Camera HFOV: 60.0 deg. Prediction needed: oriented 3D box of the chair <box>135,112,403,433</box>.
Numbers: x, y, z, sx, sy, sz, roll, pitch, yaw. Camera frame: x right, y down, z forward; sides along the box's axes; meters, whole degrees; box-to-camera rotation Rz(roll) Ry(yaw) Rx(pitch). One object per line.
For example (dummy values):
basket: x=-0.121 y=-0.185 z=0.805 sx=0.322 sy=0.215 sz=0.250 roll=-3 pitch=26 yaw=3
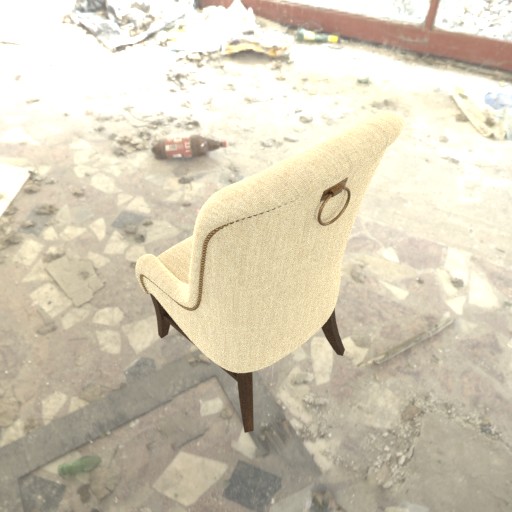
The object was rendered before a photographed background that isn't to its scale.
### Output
chair: x=0.000 y=0.000 z=1.474 sx=0.634 sy=1.091 sz=0.629 roll=-31 pitch=54 yaw=-26
